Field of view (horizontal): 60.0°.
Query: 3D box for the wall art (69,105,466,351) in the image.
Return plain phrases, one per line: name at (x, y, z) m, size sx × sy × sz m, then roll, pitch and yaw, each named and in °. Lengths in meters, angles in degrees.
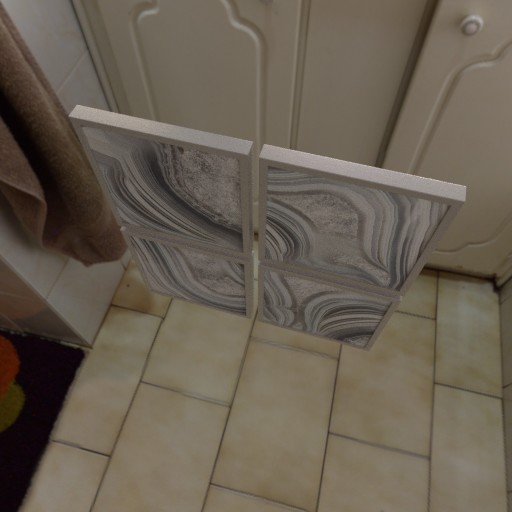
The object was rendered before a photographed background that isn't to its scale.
wall art at (0.000, 0.000, 0.925) m, size 0.611 × 0.611 × 0.029 m, roll 14°, pitch 60°, yaw 8°
